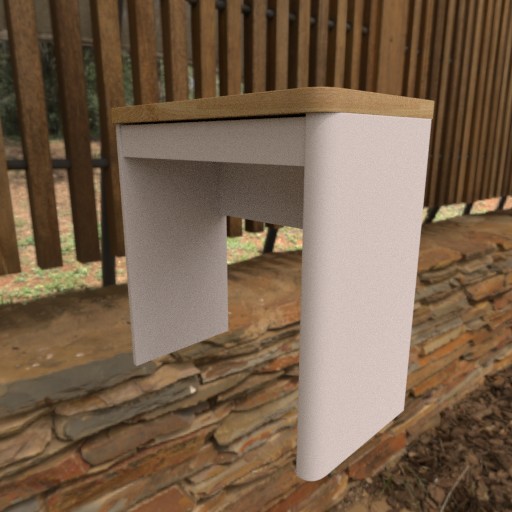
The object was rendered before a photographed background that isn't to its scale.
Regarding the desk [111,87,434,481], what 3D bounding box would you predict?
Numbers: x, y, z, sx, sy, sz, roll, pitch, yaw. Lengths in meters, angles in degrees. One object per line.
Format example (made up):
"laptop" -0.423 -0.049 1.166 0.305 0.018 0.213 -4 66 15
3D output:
"desk" 0.000 0.000 1.227 0.440 0.790 0.760 -14 20 -43
